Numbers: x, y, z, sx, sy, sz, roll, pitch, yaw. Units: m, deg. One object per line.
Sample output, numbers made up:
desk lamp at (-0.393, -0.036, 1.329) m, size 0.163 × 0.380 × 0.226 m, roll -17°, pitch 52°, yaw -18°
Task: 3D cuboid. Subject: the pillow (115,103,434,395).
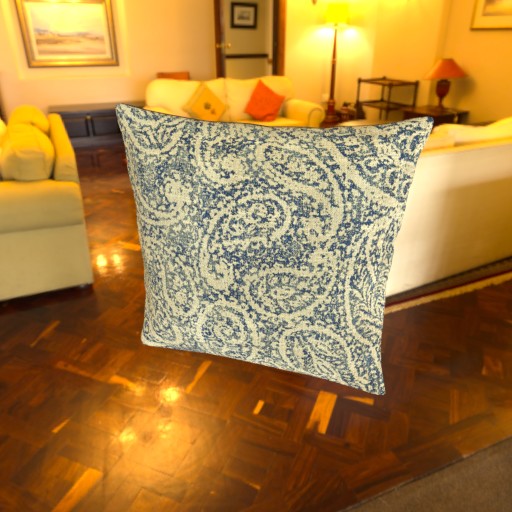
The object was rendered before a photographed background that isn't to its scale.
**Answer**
pillow at (0.000, 0.000, 0.804) m, size 0.523 × 0.510 × 0.166 m, roll 8°, pitch 27°, yaw 15°
